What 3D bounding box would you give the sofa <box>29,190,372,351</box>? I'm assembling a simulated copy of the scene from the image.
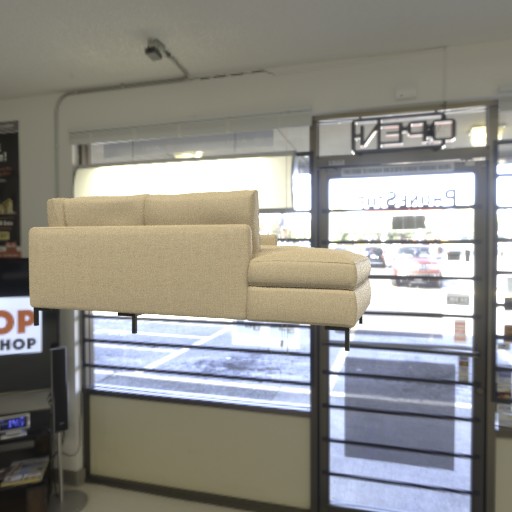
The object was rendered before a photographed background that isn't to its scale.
[{"bbox_3d":[0.000,0.000,3.519,1.879,0.756,2.737,1,2,19],"label":"sofa"}]
